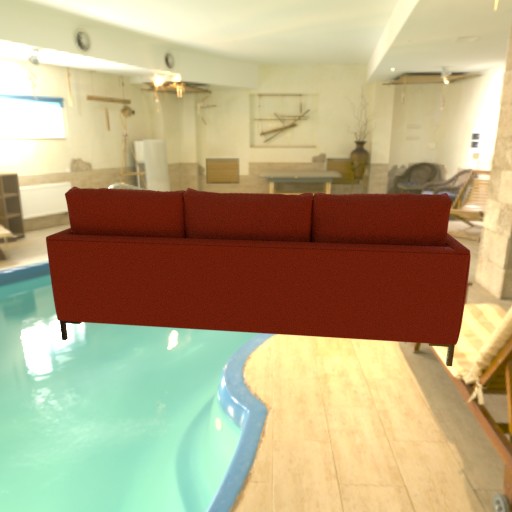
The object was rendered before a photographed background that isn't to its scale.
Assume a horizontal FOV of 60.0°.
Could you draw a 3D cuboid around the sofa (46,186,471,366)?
[{"bbox_3d":[0.000,0.000,2.740,2.252,0.879,0.875,2,15,8],"label":"sofa"}]
